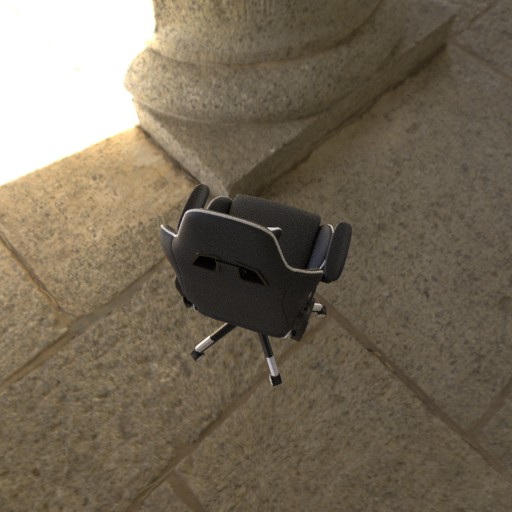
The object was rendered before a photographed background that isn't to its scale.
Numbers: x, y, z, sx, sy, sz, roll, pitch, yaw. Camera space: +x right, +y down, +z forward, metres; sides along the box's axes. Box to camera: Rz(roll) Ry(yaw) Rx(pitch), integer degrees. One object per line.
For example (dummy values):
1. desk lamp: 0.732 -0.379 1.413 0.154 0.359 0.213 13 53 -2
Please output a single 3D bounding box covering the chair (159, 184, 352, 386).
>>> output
1. chair: 0.000 0.000 1.707 0.700 1.240 0.700 16 65 8
